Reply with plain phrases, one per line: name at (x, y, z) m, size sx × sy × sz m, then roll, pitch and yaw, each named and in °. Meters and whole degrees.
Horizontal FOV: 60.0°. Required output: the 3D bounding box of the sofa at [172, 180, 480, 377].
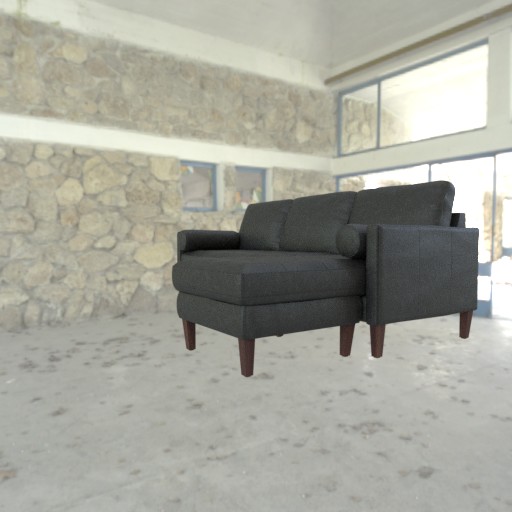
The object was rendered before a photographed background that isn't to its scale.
sofa at (0.000, 0.000, 2.899) m, size 1.497 × 0.876 × 2.178 m, roll -1°, pitch 2°, yaw -34°
